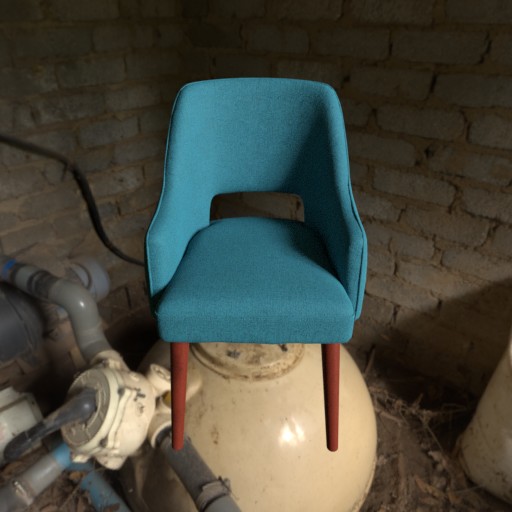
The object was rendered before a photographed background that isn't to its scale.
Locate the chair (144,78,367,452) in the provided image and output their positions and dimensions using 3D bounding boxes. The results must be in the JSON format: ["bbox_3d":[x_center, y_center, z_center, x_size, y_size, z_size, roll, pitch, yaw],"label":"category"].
[{"bbox_3d":[0.000,0.000,1.230,0.548,0.849,0.605,0,29,1],"label":"chair"}]
